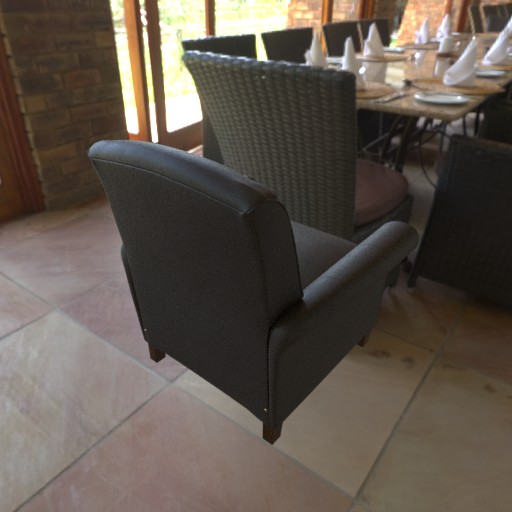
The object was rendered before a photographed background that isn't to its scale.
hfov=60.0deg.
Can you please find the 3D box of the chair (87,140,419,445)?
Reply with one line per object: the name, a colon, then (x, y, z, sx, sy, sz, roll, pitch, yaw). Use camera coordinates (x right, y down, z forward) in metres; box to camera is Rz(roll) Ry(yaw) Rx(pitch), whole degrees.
chair: (0.000, 0.000, 1.789, 0.978, 1.061, 0.902, 23, 37, 34)
